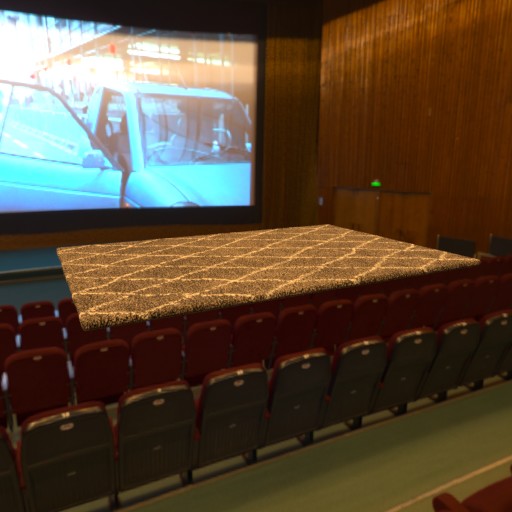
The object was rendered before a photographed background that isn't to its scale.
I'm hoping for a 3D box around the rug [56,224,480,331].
[{"bbox_3d":[0.000,0.000,2.234,1.778,0.030,1.219,-7,15,-26],"label":"rug"}]
